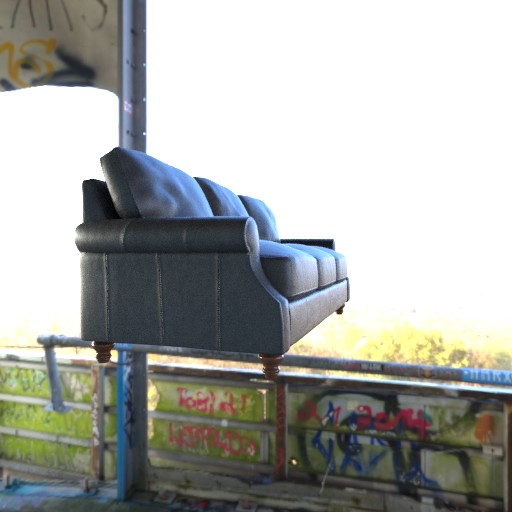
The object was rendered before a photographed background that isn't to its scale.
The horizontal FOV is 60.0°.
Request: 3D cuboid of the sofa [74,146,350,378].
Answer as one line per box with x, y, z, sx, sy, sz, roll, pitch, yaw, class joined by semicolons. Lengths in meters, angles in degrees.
0.000;0.000;2.864;0.974;0.977;2.387;0;0;18;sofa
